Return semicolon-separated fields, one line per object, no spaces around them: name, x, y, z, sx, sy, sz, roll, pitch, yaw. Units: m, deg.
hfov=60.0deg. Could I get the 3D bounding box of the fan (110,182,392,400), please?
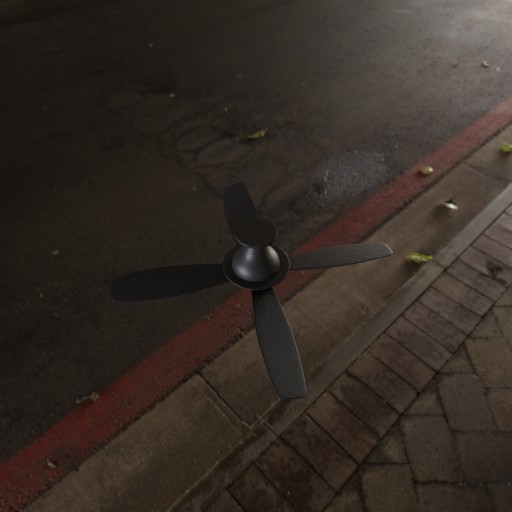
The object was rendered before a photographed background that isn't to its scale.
fan;0.000;0.000;2.564;1.694;0.382;1.694;-8;46;-8
